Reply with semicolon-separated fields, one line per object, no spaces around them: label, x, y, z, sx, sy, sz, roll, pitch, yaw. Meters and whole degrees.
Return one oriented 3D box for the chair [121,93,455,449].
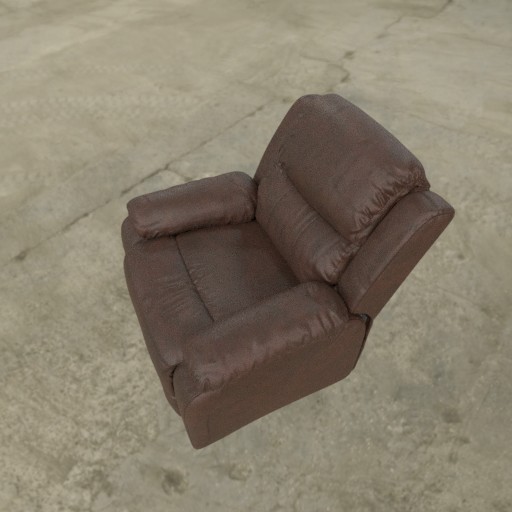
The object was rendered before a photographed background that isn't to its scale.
chair;0.000;0.000;1.235;0.707;0.702;0.680;-18;49;-17
